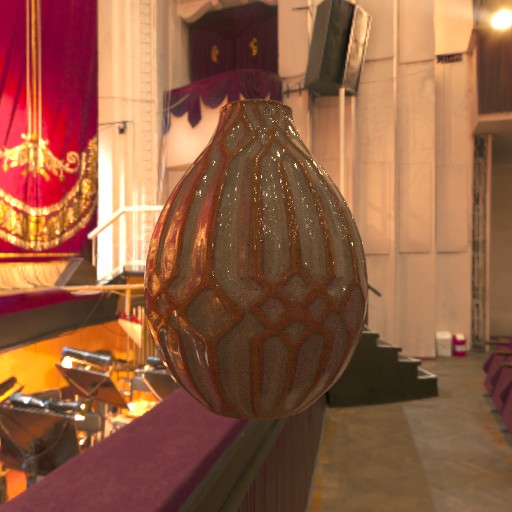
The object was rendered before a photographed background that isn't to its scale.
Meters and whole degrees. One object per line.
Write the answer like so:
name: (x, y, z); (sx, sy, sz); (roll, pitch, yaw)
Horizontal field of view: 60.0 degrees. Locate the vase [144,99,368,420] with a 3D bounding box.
vase: (0.000, 0.000, 0.267); (0.131, 0.175, 0.131); (0, 0, 0)
